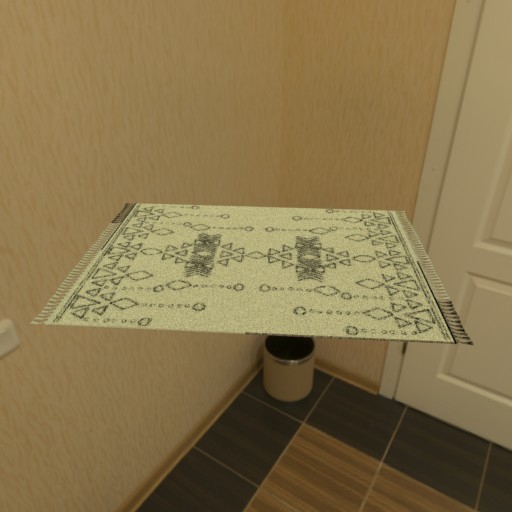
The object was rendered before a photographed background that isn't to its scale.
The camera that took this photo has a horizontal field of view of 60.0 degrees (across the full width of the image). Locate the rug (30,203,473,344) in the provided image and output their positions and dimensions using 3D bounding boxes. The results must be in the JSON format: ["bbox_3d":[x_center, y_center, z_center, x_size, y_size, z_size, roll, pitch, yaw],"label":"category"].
[{"bbox_3d":[0.000,0.000,2.989,2.312,0.013,1.600,2,31,3],"label":"rug"}]
